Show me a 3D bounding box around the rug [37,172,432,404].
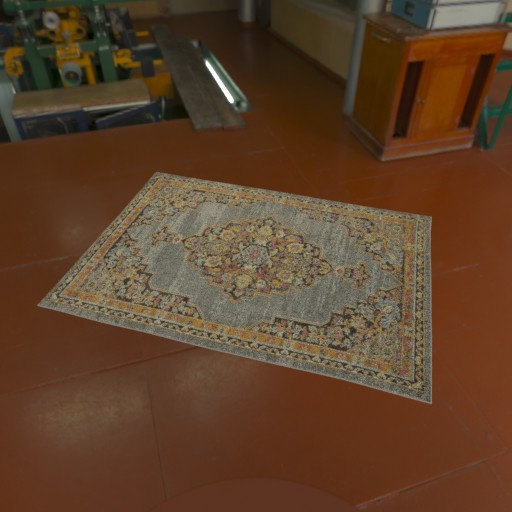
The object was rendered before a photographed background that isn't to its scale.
[{"bbox_3d":[0.000,0.000,4.025,3.063,0.024,2.158,11,43,12],"label":"rug"}]
